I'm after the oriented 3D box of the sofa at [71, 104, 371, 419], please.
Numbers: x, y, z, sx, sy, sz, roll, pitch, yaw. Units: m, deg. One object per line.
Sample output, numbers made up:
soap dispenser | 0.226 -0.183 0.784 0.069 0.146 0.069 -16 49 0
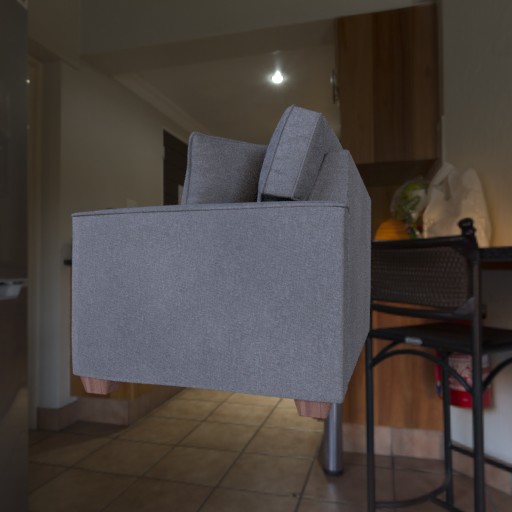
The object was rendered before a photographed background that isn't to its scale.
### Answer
sofa | 0.000 0.000 2.085 0.991 0.989 1.388 0 0 18
